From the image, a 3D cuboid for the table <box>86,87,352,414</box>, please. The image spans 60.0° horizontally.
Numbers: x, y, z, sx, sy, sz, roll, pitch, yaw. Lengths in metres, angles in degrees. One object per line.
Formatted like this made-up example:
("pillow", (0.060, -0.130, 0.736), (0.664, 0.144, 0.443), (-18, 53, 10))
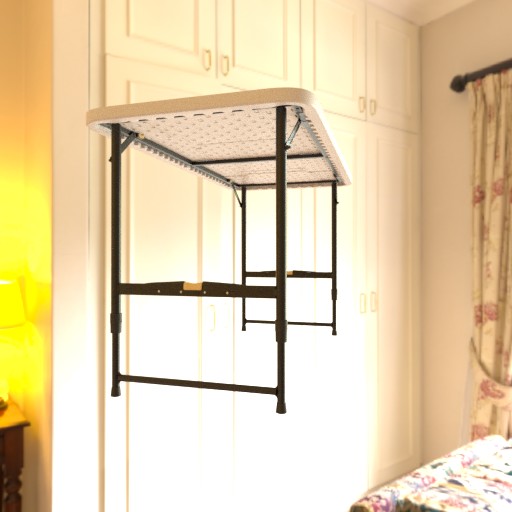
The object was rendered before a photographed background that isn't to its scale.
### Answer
("table", (0.000, 0.000, 1.617), (0.610, 0.737, 1.219), (0, 0, 17))
